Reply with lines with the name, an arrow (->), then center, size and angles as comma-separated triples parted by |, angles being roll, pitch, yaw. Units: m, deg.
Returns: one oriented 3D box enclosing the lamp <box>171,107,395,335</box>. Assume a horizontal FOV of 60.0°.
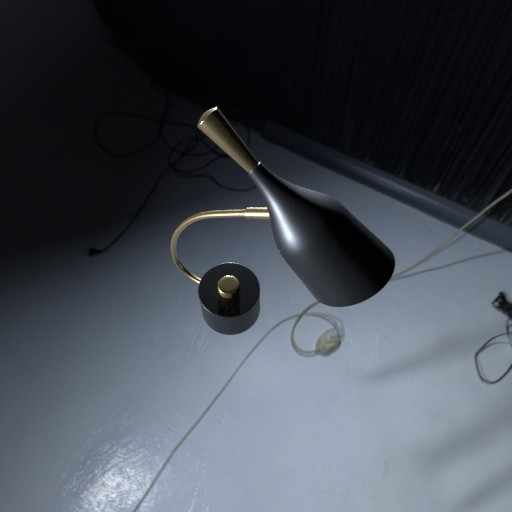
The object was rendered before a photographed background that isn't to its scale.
lamp -> 0.000, 0.000, 0.628 | 0.352, 0.464, 0.110 | 28, 62, 16
